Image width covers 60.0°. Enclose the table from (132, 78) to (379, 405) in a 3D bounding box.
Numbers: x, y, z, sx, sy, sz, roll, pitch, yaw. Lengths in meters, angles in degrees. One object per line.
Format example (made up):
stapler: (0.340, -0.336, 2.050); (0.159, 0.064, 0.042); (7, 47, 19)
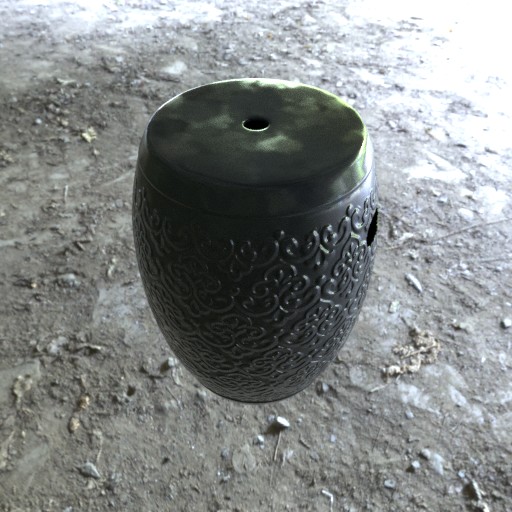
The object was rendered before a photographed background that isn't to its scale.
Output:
table: (0.000, 0.000, 0.604); (0.309, 0.397, 0.309); (0, 45, 0)
